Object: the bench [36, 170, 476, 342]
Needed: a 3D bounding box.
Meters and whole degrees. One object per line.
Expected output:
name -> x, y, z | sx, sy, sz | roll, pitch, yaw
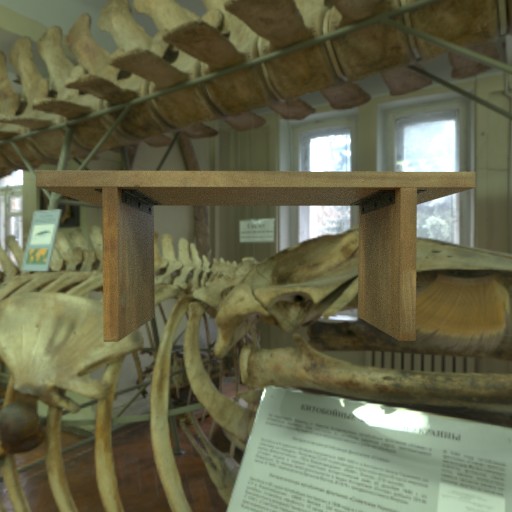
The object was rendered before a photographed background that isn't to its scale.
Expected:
bench -> 0.000, 0.000, 1.422 | 1.183, 0.458, 0.458 | 0, 0, -1
